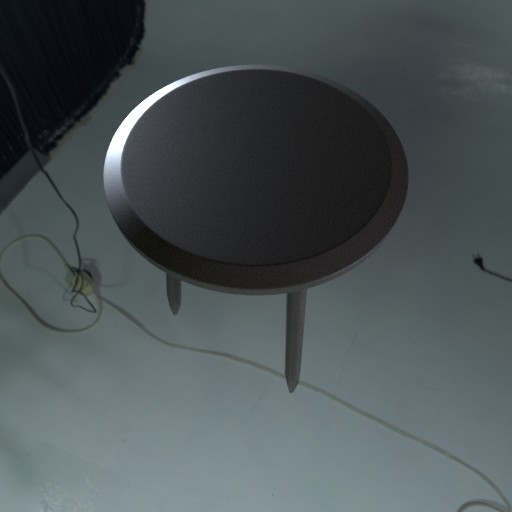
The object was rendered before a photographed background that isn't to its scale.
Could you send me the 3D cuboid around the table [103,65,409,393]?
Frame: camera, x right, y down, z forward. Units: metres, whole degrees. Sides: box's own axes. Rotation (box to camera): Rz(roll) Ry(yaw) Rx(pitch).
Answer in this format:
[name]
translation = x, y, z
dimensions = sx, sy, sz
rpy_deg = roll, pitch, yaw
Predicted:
[table]
translation = 0.000, 0.000, 0.913
dimensions = 0.457, 0.585, 0.457
rpy_deg = 0, 58, 0
